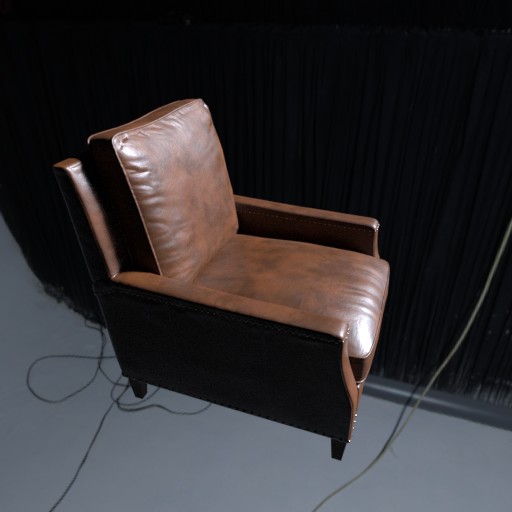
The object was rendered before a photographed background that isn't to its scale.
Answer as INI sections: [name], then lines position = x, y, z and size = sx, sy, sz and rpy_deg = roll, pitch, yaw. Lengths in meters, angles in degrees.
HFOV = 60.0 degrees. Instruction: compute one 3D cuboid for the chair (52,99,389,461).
[chair]
position = 0.000, 0.000, 1.763
size = 1.035, 1.054, 0.854
rpy_deg = 10, 32, 17
